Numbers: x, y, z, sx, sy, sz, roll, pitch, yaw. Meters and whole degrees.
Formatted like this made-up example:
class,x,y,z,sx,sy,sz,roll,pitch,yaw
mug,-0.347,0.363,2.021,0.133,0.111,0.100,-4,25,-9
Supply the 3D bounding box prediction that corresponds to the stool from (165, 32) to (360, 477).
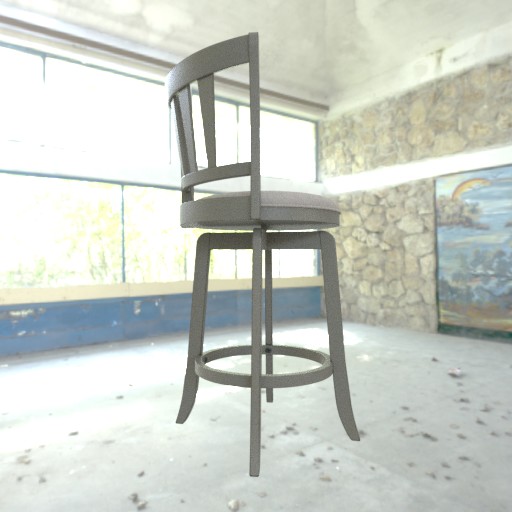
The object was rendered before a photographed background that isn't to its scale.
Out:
class,x,y,z,sx,sy,sz,roll,pitch,yaw
stool,0.000,0.000,1.246,0.486,0.994,0.450,0,0,-35
